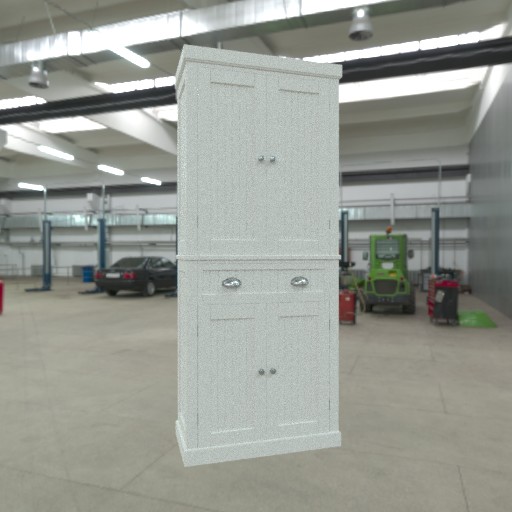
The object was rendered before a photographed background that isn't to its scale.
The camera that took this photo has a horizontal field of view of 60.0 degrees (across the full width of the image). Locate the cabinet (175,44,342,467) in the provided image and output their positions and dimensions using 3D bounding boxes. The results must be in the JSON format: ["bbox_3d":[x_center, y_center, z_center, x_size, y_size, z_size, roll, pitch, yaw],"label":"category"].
[{"bbox_3d":[0.000,0.000,2.196,0.754,1.829,0.390,0,0,-16],"label":"cabinet"}]
